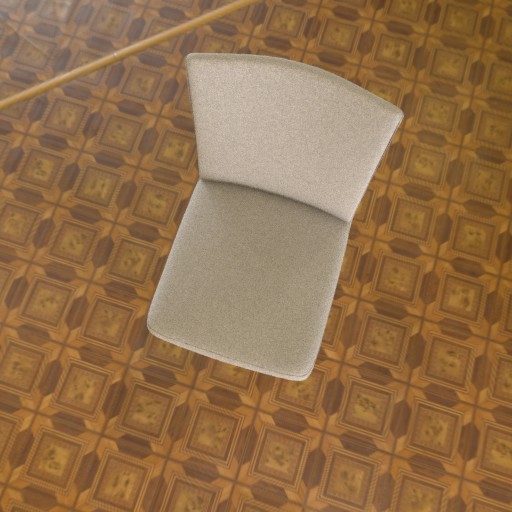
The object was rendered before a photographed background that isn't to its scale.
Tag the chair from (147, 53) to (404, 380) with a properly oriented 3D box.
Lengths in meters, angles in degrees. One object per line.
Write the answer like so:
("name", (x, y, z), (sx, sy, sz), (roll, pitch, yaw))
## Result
("chair", (0.000, 0.000, 1.176), (0.456, 0.859, 0.570), (17, 76, 4))
